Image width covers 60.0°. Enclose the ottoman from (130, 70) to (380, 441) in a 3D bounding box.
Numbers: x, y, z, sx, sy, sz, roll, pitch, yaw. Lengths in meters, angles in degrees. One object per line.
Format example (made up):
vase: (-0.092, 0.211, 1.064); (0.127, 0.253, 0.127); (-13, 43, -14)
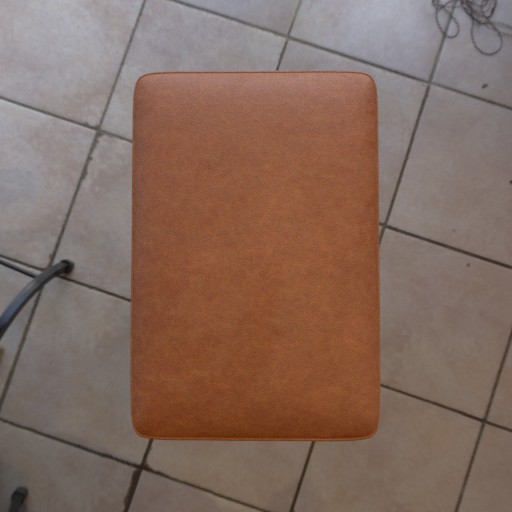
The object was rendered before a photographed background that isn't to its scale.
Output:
ottoman: (0.000, 0.000, 1.198); (0.584, 0.483, 0.864); (0, 88, 1)
